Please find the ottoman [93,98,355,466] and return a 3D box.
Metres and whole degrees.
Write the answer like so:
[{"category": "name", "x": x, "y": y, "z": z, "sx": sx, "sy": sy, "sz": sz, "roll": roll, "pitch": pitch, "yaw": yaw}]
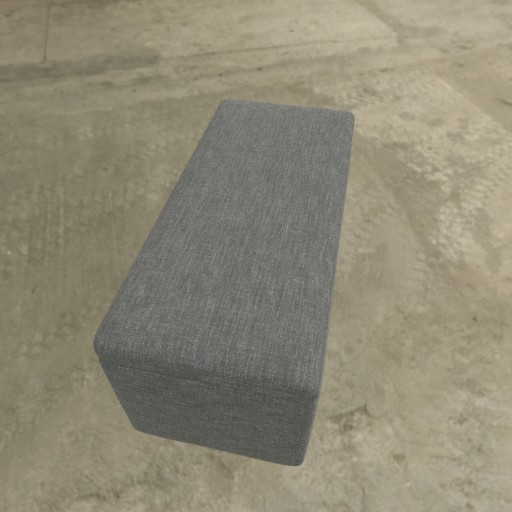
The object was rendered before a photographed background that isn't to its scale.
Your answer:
[{"category": "ottoman", "x": 0.000, "y": 0.000, "z": 1.160, "sx": 0.419, "sy": 0.432, "sz": 0.902, "roll": 9, "pitch": 48, "yaw": 8}]
